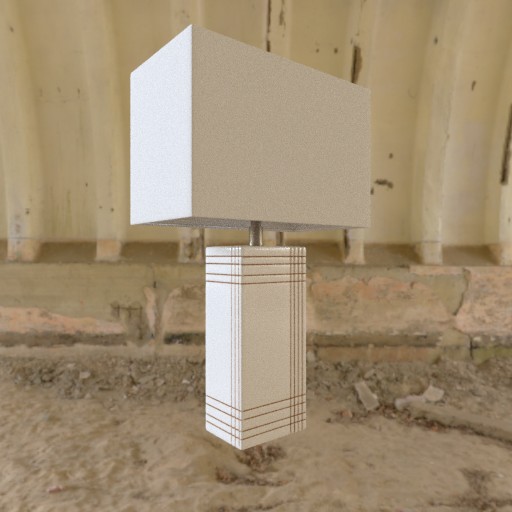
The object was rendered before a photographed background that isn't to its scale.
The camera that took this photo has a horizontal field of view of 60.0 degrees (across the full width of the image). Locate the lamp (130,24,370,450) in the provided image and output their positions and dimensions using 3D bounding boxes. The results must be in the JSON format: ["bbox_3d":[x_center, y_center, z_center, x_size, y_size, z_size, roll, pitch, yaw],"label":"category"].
[{"bbox_3d":[0.000,0.000,0.690,0.334,0.543,0.182,0,0,-38],"label":"lamp"}]
